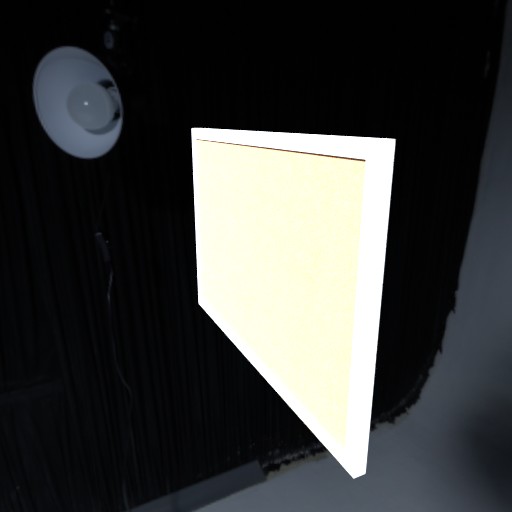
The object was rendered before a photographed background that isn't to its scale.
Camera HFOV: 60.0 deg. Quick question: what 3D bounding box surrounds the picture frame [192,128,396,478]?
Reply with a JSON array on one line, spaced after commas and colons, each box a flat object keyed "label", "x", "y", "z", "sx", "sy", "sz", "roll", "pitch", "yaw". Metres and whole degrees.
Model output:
[{"label": "picture frame", "x": 0.000, "y": 0.000, "z": 1.186, "sx": 0.029, "sy": 0.640, "sz": 0.950, "roll": -8, "pitch": 19, "yaw": -24}]
